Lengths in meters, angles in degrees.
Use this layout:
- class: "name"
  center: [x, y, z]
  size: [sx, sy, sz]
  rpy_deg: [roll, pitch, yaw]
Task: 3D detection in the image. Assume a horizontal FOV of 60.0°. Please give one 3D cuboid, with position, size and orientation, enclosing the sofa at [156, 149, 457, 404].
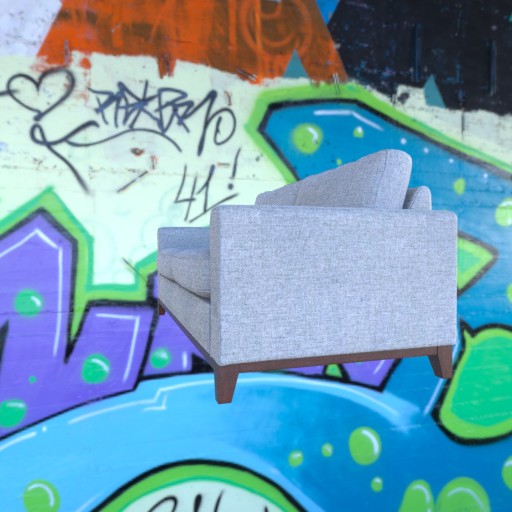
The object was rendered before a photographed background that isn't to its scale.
- class: "sofa"
  center: [0.000, 0.000, 2.450]
  size: [0.969, 0.892, 1.978]
  rpy_deg: [0, 1, -18]
